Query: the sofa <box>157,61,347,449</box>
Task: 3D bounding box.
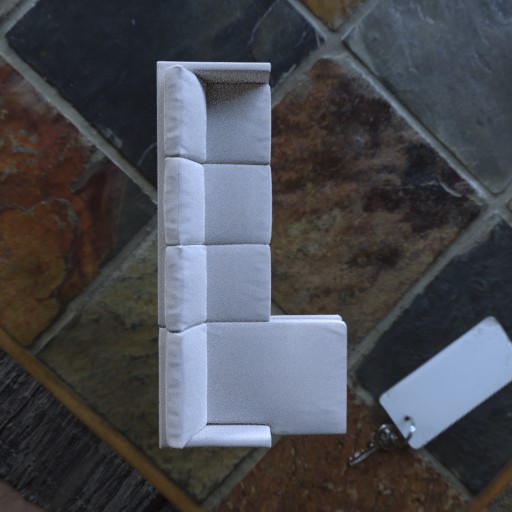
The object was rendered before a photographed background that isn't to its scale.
[{"bbox_3d":[0.000,0.000,3.875,1.625,0.861,3.186,0,91,-1],"label":"sofa"}]
